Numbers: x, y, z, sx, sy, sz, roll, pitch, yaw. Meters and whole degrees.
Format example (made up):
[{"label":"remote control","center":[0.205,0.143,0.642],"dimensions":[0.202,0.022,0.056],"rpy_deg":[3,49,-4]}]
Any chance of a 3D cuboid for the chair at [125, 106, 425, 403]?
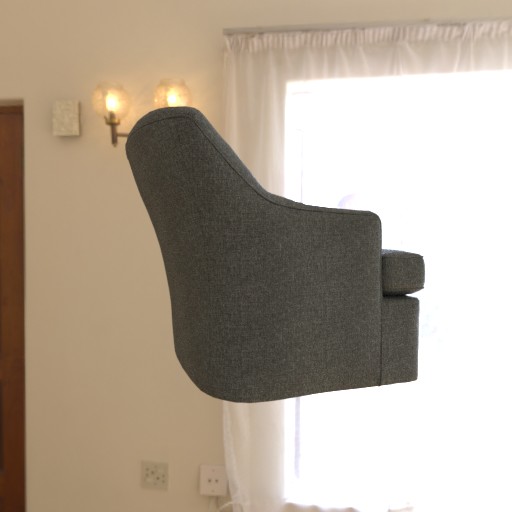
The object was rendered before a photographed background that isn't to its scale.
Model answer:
[{"label":"chair","center":[0.000,0.000,1.638],"dimensions":[0.923,0.856,0.864],"rpy_deg":[0,1,-18]}]
